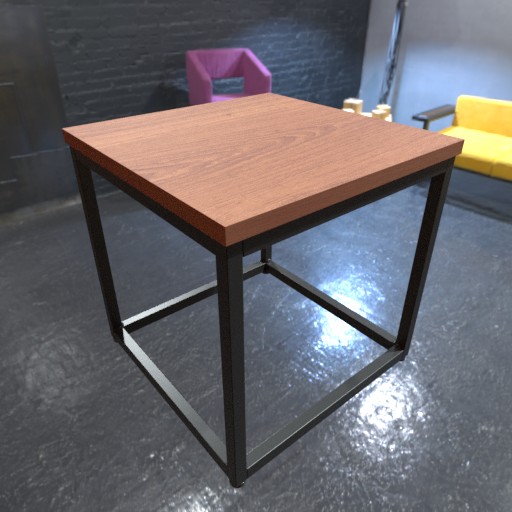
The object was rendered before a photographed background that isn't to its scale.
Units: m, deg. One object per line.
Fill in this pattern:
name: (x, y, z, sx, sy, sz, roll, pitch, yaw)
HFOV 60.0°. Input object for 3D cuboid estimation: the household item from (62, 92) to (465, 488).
household item: (0.000, 0.000, 0.723, 0.400, 0.400, 0.400, -23, 38, -33)
